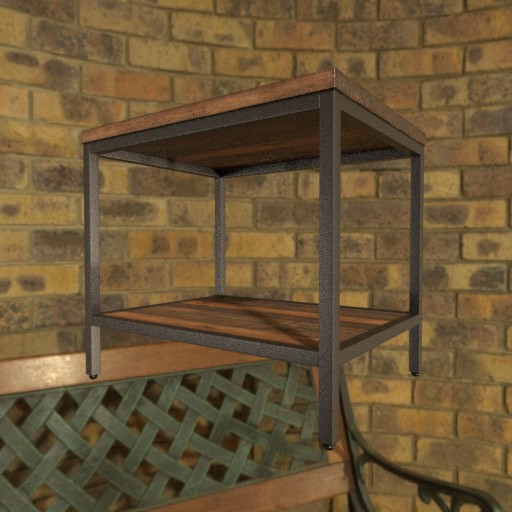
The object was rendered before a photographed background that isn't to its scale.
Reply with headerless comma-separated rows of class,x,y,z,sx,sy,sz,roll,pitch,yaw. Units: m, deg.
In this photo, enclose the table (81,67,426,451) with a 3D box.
table,0.000,0.000,1.108,0.678,0.612,0.524,1,2,36
